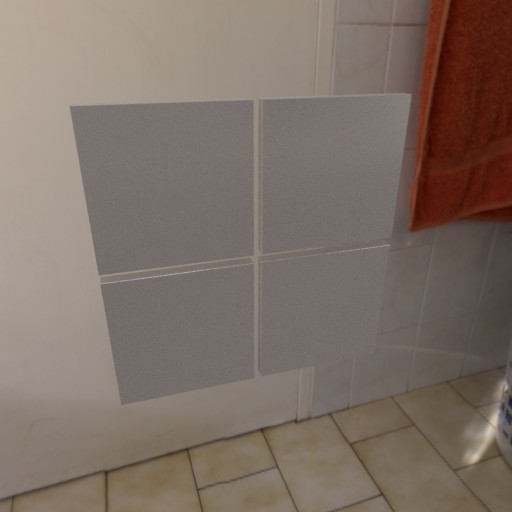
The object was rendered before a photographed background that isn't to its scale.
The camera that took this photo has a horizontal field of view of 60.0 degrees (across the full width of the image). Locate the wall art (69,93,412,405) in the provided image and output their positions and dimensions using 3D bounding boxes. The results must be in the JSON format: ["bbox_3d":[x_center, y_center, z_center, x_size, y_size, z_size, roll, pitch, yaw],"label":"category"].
[{"bbox_3d":[0.000,0.000,0.908,0.611,0.611,0.029,-7,27,-15],"label":"wall art"}]
